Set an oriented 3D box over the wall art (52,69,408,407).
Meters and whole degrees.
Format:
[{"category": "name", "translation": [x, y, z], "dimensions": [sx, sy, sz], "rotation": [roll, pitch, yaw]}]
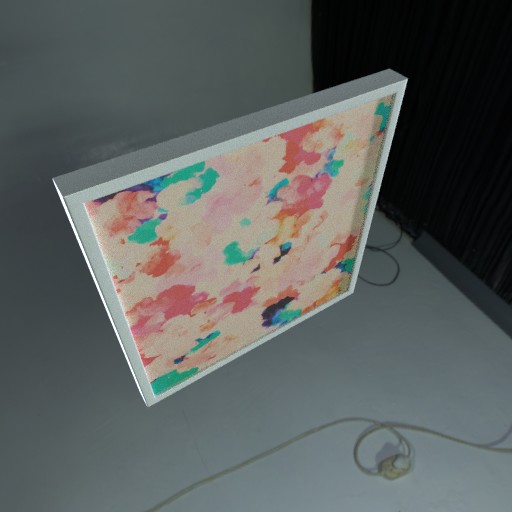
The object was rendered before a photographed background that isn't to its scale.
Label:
[{"category": "wall art", "translation": [0.000, 0.000, 0.752], "dimensions": [0.506, 0.505, 0.038], "rotation": [-25, 52, -22]}]
